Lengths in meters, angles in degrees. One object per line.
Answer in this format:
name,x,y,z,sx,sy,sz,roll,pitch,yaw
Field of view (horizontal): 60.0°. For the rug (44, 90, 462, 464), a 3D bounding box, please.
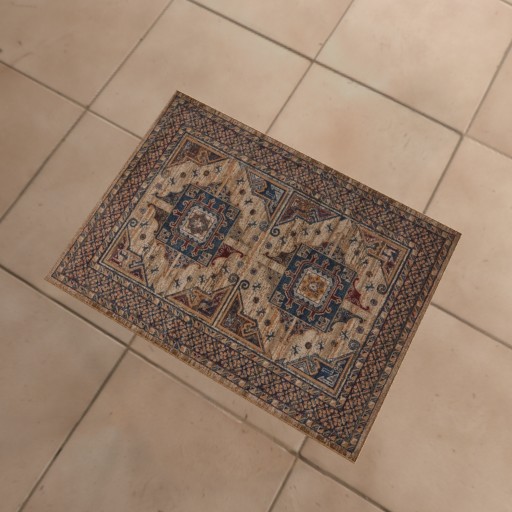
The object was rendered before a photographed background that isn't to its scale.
rug,0.000,0.000,2.891,2.227,0.008,1.611,29,77,7
